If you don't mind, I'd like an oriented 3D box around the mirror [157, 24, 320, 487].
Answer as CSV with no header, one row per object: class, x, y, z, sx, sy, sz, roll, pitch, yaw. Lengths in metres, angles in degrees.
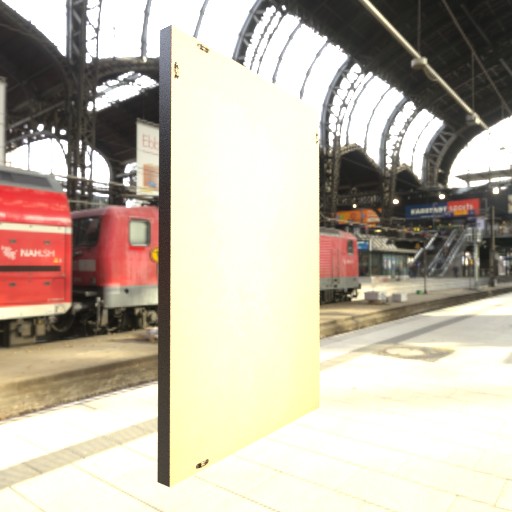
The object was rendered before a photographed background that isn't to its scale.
mirror,0.000,0.000,1.128,0.041,0.915,0.609,-1,-2,37
